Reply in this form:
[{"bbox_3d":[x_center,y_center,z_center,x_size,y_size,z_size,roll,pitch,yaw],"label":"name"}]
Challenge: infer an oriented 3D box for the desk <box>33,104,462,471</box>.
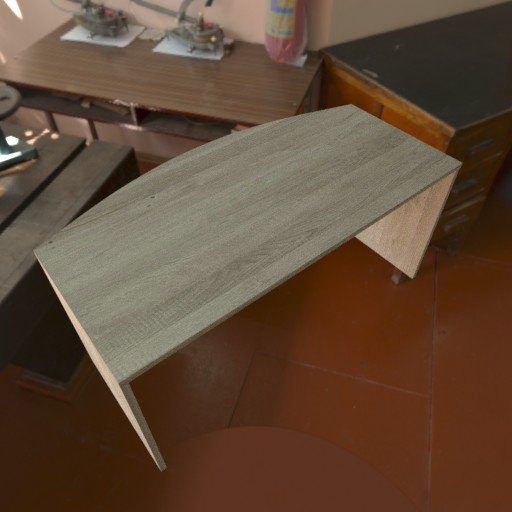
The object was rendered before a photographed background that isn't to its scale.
[{"bbox_3d":[0.000,0.000,2.024,1.600,0.752,0.802,-31,54,-25],"label":"desk"}]
